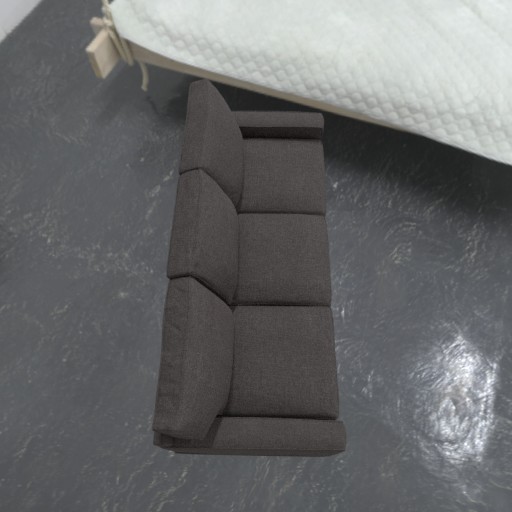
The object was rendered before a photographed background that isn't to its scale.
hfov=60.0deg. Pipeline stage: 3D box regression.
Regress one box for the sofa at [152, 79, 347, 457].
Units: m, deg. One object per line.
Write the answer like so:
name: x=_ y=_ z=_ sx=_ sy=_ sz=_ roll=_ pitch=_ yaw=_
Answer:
sofa: x=0.000 y=0.000 z=2.928 sx=1.004 sy=0.978 sz=2.369 roll=1 pitch=63 yaw=0
